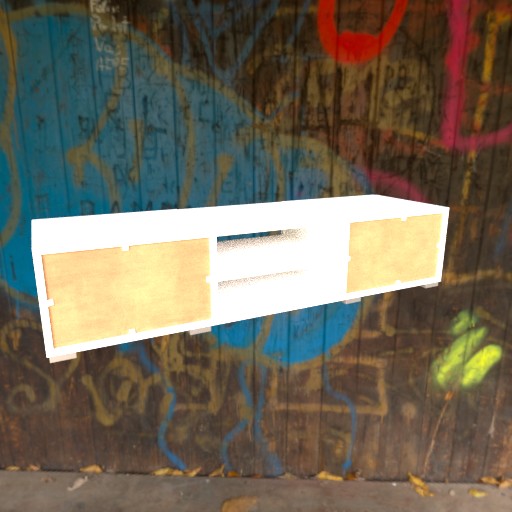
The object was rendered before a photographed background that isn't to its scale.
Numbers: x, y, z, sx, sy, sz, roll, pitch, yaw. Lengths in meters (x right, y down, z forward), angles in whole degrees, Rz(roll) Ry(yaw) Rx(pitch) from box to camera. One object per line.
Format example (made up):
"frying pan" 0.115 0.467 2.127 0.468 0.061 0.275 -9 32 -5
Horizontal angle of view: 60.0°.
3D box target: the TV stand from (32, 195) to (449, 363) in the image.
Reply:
"TV stand" 0.000 0.000 1.581 1.400 0.310 0.420 -7 17 -25
